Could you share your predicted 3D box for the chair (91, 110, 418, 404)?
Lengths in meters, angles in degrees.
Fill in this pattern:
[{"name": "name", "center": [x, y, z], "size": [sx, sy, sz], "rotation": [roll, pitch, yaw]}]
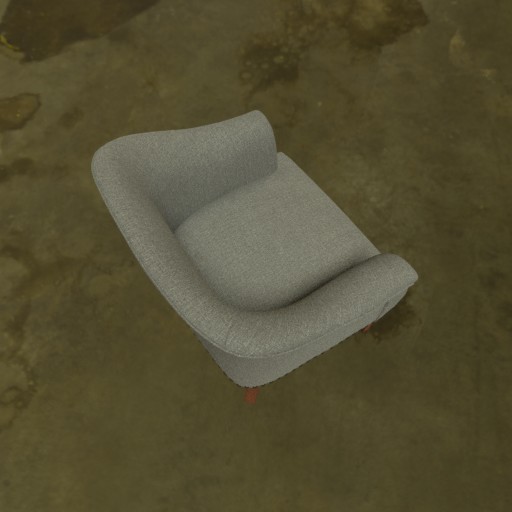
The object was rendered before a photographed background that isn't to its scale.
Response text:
[{"name": "chair", "center": [0.000, 0.000, 1.429], "size": [0.704, 0.815, 0.798], "rotation": [-29, 63, -17]}]
